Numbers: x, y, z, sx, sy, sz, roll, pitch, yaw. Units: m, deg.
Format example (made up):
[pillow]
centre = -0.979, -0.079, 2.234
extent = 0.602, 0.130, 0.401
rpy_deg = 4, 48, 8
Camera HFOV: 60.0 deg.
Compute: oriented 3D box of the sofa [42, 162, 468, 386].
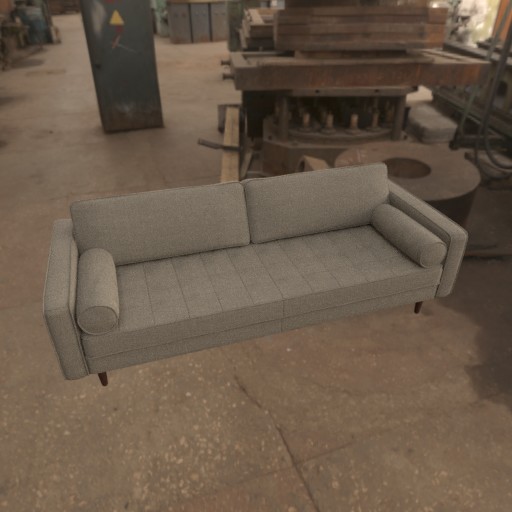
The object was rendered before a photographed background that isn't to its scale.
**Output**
[sofa]
centre = 0.000, 0.000, 2.597
extent = 2.211, 0.762, 0.914
rpy_deg = -10, 33, -15
